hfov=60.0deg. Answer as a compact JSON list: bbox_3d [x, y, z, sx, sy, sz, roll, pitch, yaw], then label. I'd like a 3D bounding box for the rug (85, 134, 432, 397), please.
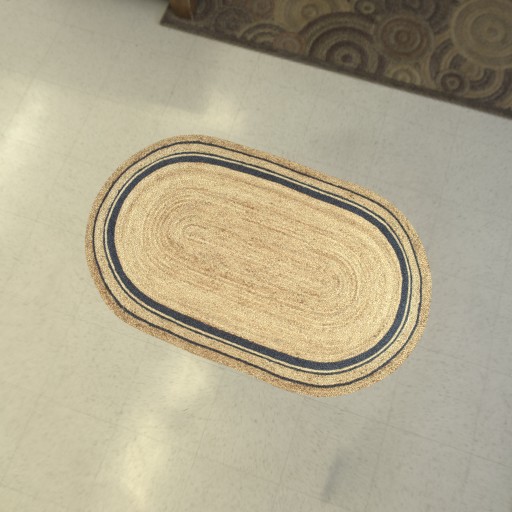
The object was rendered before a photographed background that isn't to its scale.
[{"bbox_3d":[0.000,0.000,3.045,2.432,0.006,1.520,20,76,5],"label":"rug"}]
